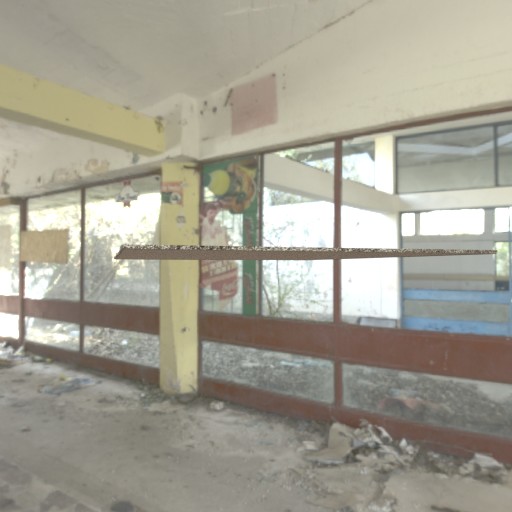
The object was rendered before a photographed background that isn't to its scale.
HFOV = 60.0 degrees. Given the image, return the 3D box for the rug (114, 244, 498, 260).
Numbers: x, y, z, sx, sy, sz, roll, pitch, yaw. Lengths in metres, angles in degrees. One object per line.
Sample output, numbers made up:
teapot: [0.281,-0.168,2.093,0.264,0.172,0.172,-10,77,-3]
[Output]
rug: [0.000,0.000,3.983,2.401,0.025,3.000,0,-2,-18]
